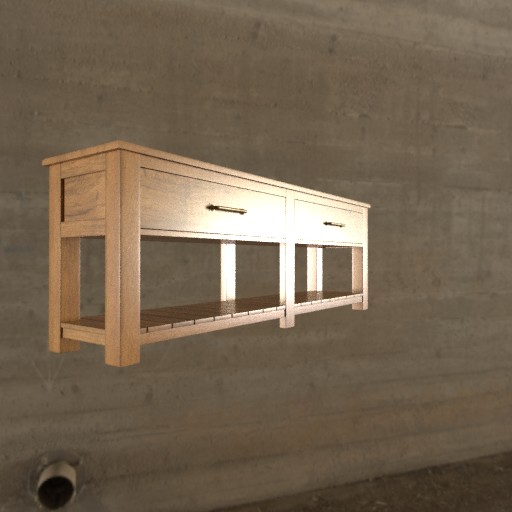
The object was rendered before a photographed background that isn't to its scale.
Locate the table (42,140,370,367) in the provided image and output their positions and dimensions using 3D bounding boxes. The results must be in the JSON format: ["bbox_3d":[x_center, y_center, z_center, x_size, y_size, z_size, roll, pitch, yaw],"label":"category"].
[{"bbox_3d":[0.000,0.000,2.072,0.425,0.635,1.815,0,0,36],"label":"table"}]
